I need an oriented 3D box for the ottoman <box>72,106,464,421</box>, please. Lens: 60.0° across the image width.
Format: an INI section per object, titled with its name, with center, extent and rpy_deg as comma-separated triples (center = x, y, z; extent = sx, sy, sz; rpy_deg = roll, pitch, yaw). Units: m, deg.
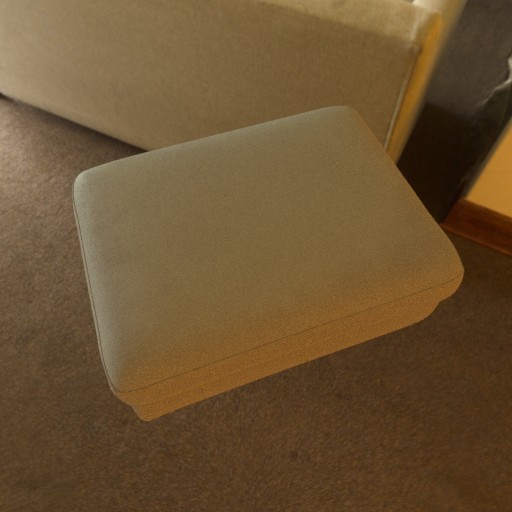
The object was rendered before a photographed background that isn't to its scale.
[ottoman]
center = 0.000, 0.000, 1.172
extent = 0.811, 0.449, 0.608
rpy_deg = -17, 61, -10
